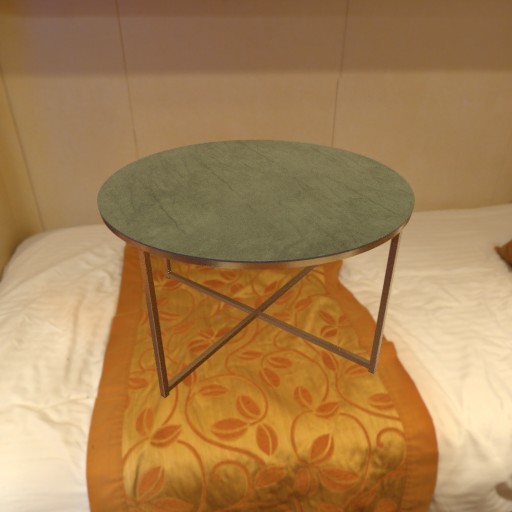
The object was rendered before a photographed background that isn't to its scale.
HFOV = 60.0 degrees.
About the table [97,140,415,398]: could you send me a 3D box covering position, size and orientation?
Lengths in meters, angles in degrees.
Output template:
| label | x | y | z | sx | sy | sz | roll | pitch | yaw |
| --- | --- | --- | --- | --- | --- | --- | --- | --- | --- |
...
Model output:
| label | x | y | z | sx | sy | sz | roll | pitch | yaw |
| --- | --- | --- | --- | --- | --- | --- | --- | --- | --- |
| table | 0.000 | 0.000 | 1.283 | 0.800 | 0.450 | 0.800 | 0 | 31 | 0 |
